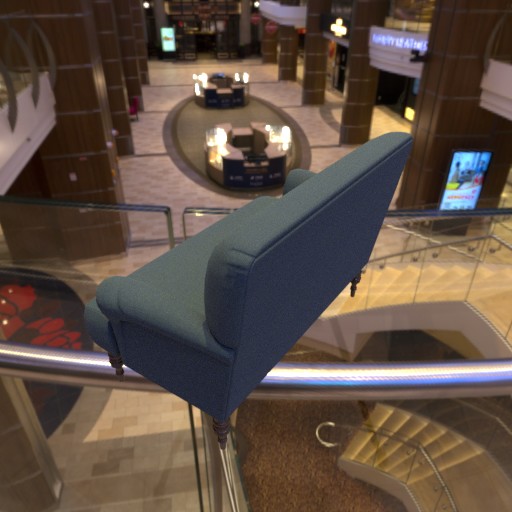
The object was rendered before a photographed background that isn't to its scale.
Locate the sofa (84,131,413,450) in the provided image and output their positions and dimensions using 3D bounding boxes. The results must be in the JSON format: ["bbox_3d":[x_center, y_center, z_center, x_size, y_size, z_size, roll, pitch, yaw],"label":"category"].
[{"bbox_3d":[0.000,0.000,1.831,0.779,0.889,1.297,21,38,29],"label":"sofa"}]
